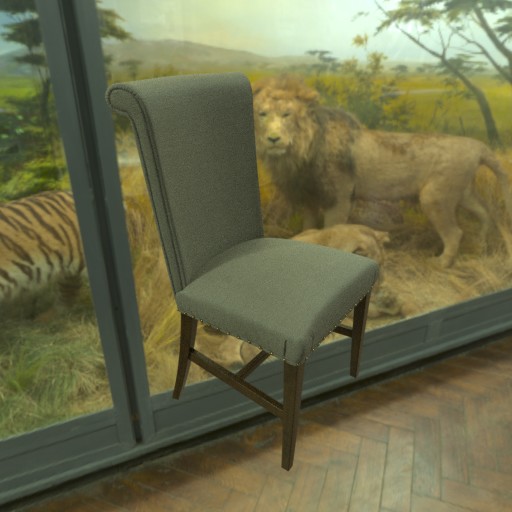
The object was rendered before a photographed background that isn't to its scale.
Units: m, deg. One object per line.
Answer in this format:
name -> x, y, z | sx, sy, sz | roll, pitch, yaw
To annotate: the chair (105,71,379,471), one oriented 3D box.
chair -> 0.000, 0.000, 1.336 | 0.608, 0.988, 0.513 | 17, 31, 31
